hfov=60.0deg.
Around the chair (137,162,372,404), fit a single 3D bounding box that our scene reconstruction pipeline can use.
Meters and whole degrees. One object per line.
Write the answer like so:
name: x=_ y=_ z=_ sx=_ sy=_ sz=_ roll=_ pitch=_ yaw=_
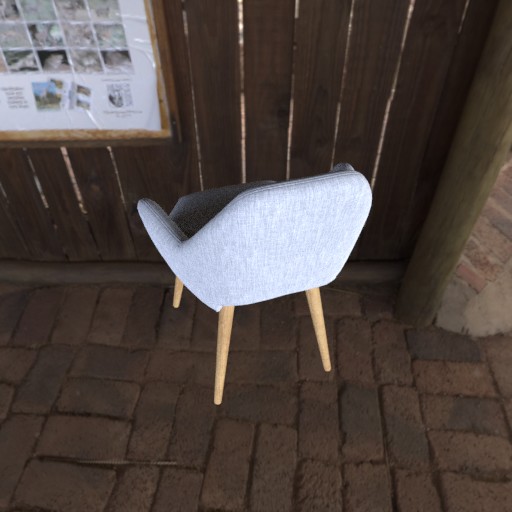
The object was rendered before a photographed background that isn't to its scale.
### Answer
chair: x=0.000 y=0.000 z=1.275 sx=0.590 sy=0.840 sz=0.610 roll=-13 pitch=43 yaw=-14
